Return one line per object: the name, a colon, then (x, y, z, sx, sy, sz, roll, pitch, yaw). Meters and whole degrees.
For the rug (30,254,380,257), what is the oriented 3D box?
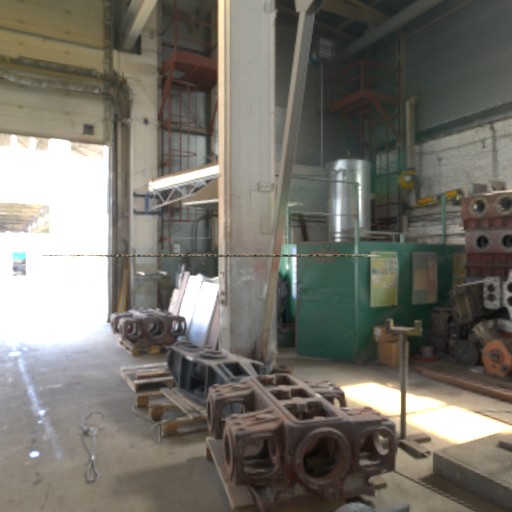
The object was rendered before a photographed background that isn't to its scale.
rug: (0.000, 0.000, 2.338, 1.247, 0.008, 1.802, 0, 0, 17)
